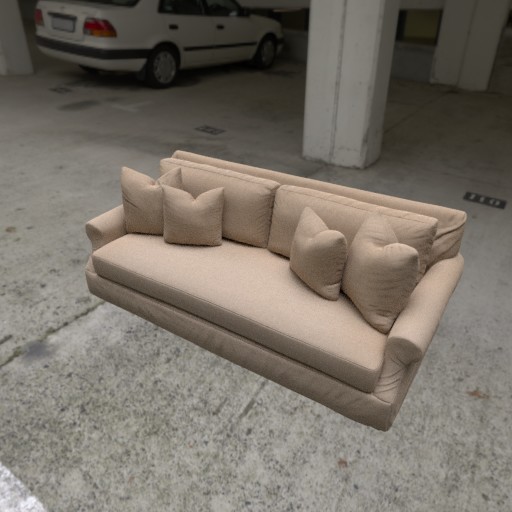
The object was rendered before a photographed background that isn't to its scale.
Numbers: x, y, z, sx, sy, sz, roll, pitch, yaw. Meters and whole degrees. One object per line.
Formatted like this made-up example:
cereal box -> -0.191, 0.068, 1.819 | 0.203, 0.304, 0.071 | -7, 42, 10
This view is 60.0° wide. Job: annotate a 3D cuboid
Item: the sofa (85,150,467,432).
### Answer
sofa -> 0.000, 0.000, 2.802 | 2.285, 0.904, 1.067 | 18, 35, 28
